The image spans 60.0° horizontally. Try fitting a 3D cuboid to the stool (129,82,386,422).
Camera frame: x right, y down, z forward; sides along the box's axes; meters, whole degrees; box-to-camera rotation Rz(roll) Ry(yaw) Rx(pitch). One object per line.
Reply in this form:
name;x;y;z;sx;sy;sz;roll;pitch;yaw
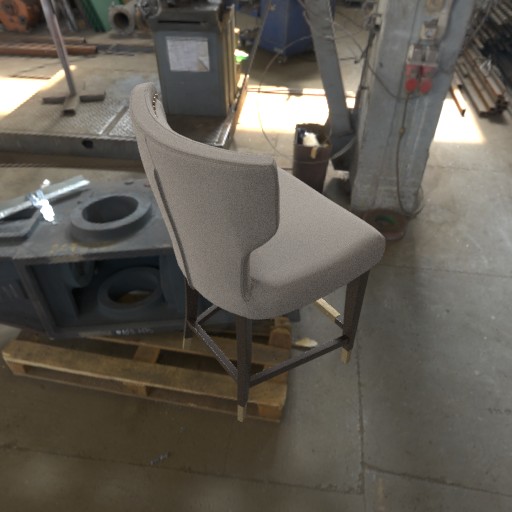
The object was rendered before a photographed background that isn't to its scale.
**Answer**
stool;0.000;0.000;1.344;0.563;0.982;0.527;-27;48;-27
